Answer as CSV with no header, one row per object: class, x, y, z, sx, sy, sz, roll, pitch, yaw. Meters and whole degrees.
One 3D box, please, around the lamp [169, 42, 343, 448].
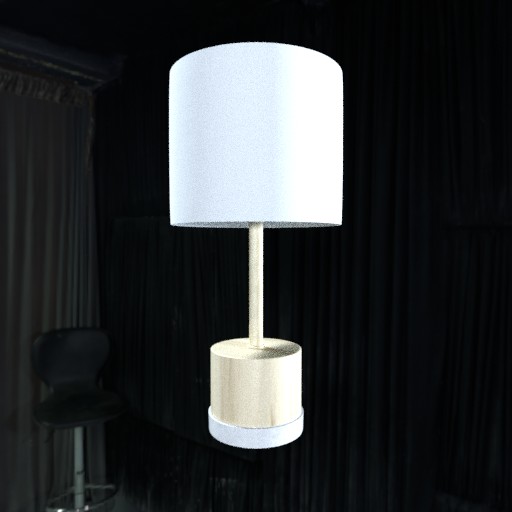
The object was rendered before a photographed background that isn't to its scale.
lamp,0.000,0.000,0.600,0.229,0.470,0.229,1,2,35
